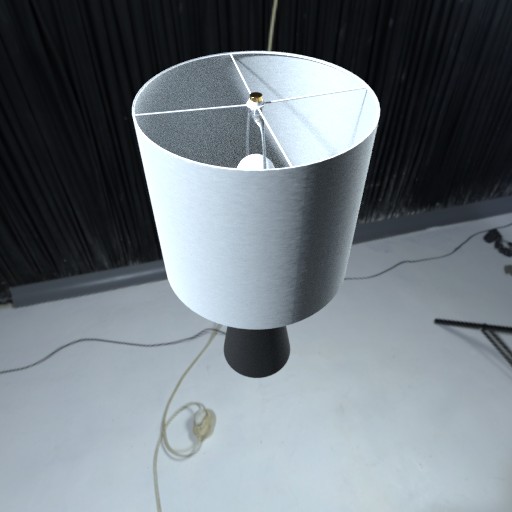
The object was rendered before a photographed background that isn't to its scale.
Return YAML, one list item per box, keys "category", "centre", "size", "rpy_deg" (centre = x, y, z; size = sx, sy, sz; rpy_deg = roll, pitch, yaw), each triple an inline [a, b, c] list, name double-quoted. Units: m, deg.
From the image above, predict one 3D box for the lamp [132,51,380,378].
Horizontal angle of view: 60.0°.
- category: "lamp"
  centre: [0.000, 0.000, 0.764]
  size: [0.308, 0.580, 0.308]
  rpy_deg: [-10, 47, -10]
